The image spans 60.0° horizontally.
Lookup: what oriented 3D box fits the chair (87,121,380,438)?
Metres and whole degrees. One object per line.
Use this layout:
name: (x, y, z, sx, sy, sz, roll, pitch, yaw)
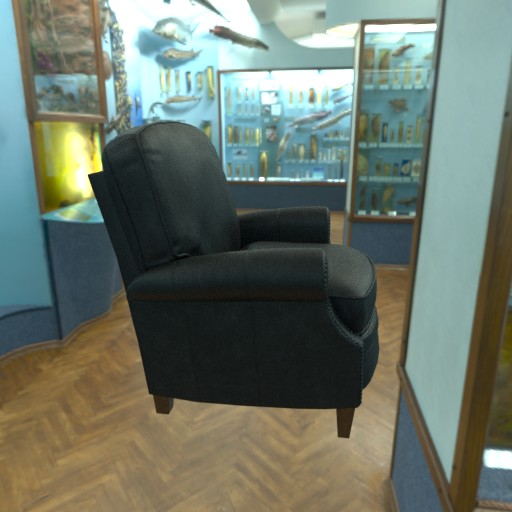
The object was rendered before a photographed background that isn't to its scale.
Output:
chair: (0.000, 0.000, 1.745, 0.986, 1.018, 0.936, 3, 16, 9)
